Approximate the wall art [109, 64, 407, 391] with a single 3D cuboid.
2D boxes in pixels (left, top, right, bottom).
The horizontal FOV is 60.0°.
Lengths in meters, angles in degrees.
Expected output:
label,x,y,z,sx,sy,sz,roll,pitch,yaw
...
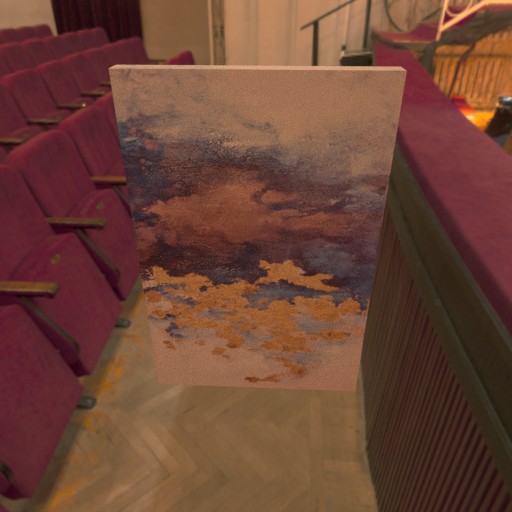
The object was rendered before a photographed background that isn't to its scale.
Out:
label,x,y,z,sx,sy,sz,roll,pitch,yaw
wall art,0.000,0.000,1.107,0.583,0.874,0.048,1,31,2
